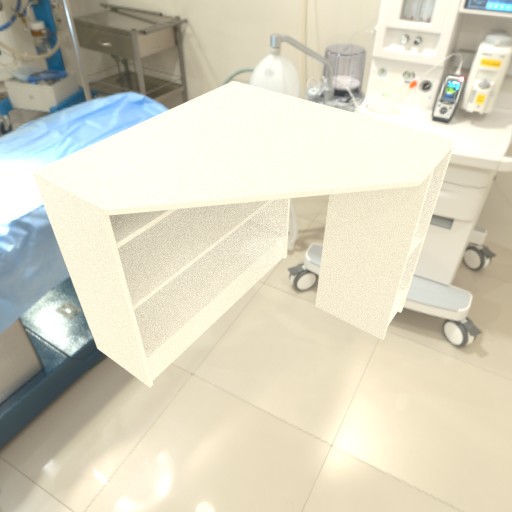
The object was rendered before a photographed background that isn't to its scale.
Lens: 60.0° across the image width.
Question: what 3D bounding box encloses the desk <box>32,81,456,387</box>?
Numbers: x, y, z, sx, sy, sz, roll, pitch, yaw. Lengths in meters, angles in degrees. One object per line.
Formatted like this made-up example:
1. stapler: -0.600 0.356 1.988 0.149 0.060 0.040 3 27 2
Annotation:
1. desk: 0.000 0.000 1.630 0.926 0.818 0.940 26 47 27
